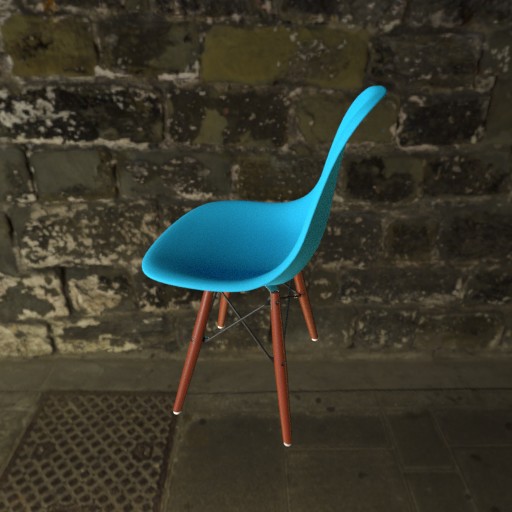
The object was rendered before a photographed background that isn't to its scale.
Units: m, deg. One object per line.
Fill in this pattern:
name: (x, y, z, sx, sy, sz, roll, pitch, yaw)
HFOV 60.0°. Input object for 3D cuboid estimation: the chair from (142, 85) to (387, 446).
chair: (0.000, 0.000, 1.135, 0.533, 0.826, 0.470, 7, 31, 12)
